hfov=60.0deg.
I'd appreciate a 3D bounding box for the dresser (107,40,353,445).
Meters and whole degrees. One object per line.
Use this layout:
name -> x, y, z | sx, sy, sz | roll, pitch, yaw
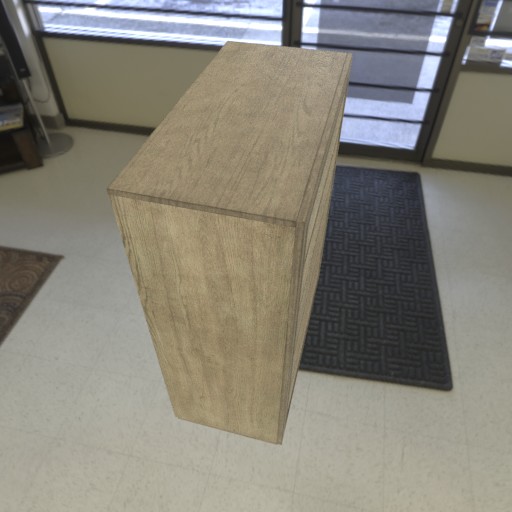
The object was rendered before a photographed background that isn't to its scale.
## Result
dresser -> 0.000, 0.000, 1.805 | 0.483, 1.295, 0.967 | 11, 47, 10
